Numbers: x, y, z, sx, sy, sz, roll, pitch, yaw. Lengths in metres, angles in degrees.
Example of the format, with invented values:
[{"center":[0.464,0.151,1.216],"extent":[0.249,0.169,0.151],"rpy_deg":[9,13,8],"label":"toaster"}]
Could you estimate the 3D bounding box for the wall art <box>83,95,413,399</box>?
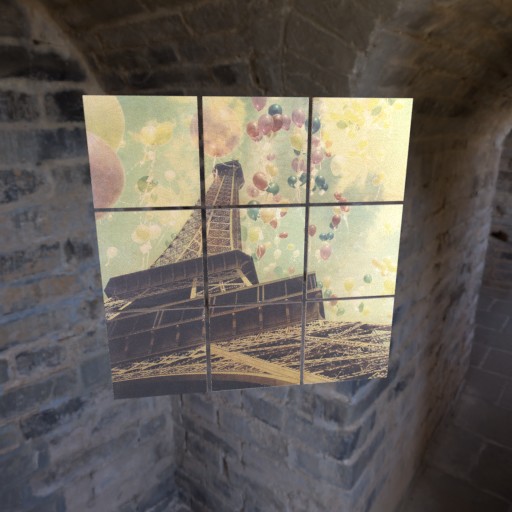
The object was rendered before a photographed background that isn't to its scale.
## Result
[{"center":[0.000,0.000,1.800],"extent":[1.219,1.218,0.013],"rpy_deg":[-2,17,-8],"label":"wall art"}]
